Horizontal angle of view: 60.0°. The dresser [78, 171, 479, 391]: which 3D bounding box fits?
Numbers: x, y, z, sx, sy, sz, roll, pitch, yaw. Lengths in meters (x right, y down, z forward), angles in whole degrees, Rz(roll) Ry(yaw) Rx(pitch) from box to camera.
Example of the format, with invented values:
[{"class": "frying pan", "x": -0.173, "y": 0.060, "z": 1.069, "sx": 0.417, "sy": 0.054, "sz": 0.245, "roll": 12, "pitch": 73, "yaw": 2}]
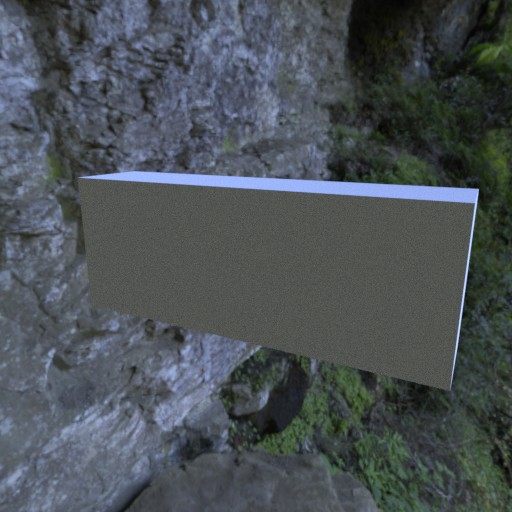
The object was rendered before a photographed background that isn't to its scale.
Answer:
[{"class": "dresser", "x": 0.000, "y": 0.000, "z": 2.558, "sx": 2.200, "sy": 0.840, "sz": 0.500, "roll": 8, "pitch": 18, "yaw": 26}]
